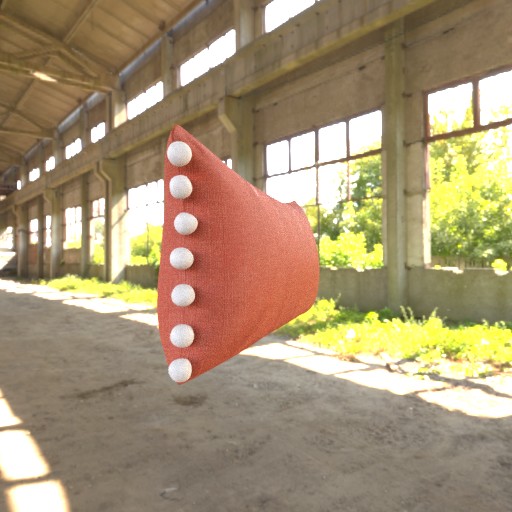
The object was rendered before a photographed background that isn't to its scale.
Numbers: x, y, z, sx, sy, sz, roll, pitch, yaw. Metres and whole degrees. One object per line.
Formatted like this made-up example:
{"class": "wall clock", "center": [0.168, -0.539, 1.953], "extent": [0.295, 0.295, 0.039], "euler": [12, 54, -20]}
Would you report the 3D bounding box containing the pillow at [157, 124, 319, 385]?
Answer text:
{"class": "pillow", "center": [0.000, 0.000, 0.852], "extent": [0.201, 0.322, 0.709], "euler": [0, 0, 18]}
